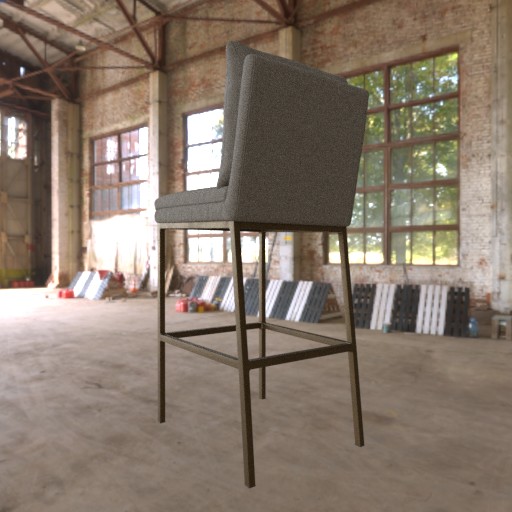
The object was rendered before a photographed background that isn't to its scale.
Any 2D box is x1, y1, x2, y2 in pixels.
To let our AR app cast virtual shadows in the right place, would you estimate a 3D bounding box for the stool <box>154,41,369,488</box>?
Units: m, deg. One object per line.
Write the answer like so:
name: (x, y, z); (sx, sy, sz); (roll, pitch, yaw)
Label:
stool: (0.000, 0.000, 1.418); (0.463, 1.132, 0.569); (0, 1, -35)
